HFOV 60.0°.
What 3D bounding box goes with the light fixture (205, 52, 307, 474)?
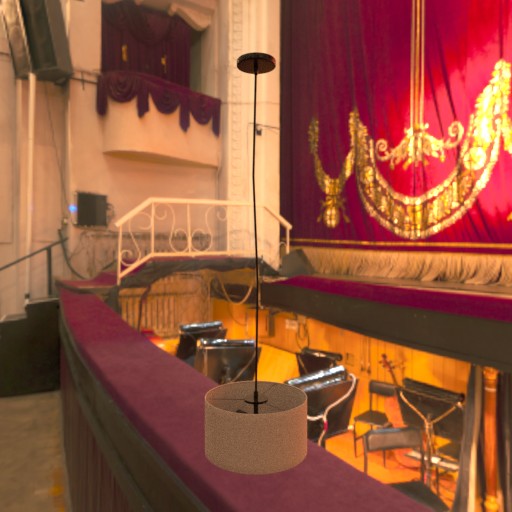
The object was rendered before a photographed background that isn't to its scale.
[{"bbox_3d":[0.000,0.000,1.731,0.399,1.516,0.399,0,1,0],"label":"light fixture"}]
